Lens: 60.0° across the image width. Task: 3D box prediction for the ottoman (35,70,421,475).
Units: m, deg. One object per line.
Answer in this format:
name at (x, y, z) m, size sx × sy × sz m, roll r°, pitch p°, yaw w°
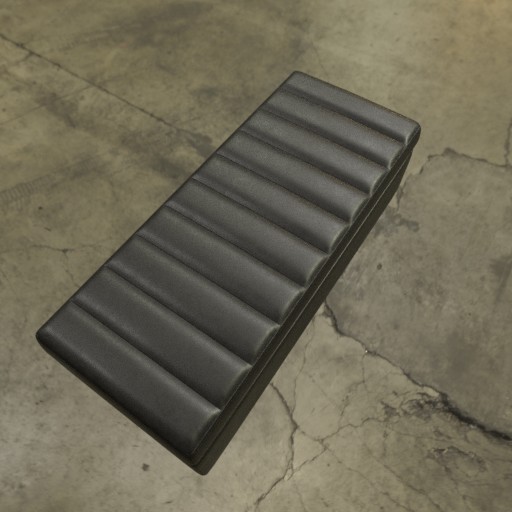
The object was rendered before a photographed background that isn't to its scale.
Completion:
ottoman at (0.000, 0.000, 1.361) m, size 0.482 × 0.469 × 1.151 m, roll 31°, pitch 64°, yaw 17°
